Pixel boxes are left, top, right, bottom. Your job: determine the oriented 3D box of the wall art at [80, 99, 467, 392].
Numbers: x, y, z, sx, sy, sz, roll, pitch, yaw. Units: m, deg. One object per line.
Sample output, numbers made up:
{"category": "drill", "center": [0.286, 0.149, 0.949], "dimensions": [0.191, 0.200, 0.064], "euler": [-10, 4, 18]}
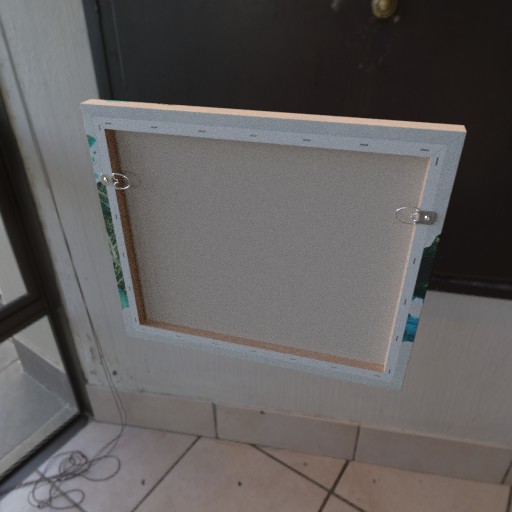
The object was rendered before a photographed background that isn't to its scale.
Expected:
{"category": "wall art", "center": [0.000, 0.000, 0.966], "dimensions": [0.711, 0.610, 0.043], "euler": [8, 33, 13]}
